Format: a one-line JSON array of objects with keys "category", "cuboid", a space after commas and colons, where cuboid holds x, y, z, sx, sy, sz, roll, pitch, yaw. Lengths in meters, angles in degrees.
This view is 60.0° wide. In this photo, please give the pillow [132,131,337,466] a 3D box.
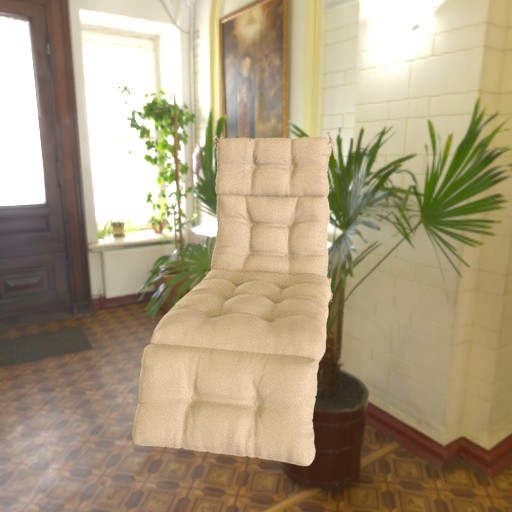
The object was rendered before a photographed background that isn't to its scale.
[{"category": "pillow", "cuboid": [0.000, 0.000, 1.516, 0.526, 0.863, 1.016, 2, 13, 10]}]
